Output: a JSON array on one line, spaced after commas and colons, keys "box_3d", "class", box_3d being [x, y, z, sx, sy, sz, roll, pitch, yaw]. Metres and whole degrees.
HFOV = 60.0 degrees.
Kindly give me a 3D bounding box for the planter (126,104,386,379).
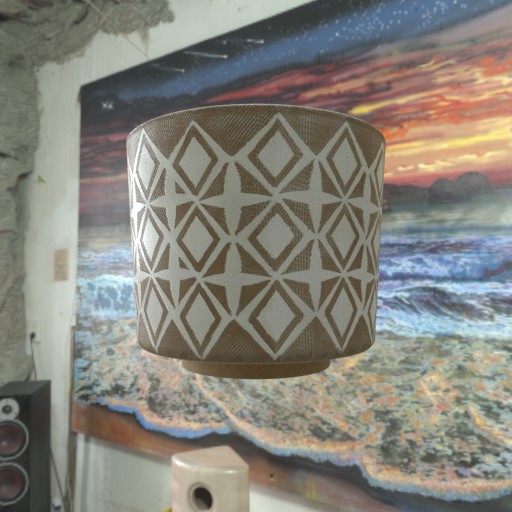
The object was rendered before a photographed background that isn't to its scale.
[{"box_3d": [0.000, 0.000, 0.459, 0.260, 0.220, 0.260, 0, -2, 0], "class": "planter"}]
